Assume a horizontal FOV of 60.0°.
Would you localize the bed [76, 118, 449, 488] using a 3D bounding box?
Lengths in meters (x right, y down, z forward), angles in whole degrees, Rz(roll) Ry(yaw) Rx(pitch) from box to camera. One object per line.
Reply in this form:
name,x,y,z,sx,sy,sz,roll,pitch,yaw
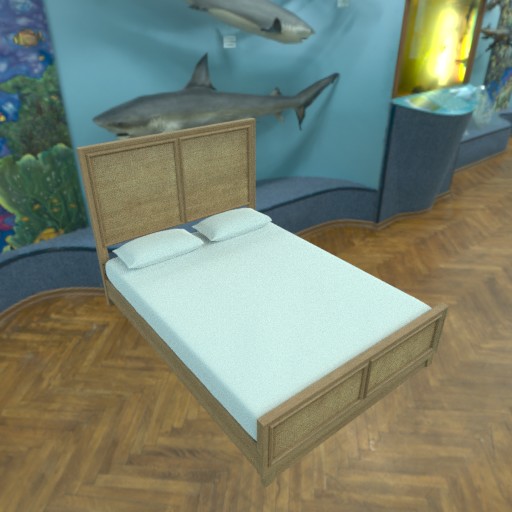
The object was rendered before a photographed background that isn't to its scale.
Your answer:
bed,0.000,0.000,3.230,1.606,1.387,2.184,-21,36,-32
